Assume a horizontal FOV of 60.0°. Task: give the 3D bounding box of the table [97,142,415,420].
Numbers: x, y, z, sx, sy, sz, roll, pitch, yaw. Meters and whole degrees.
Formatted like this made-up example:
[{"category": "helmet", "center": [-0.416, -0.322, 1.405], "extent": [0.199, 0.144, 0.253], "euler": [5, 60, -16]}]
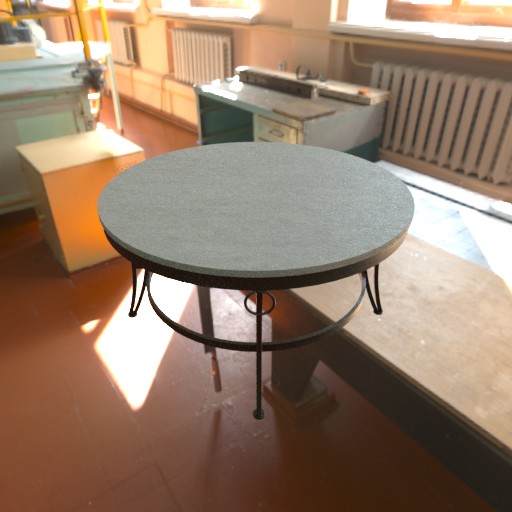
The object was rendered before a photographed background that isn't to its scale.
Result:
[{"category": "table", "center": [0.000, 0.000, 1.420], "extent": [0.889, 0.470, 0.889], "euler": [0, 31, 0]}]
